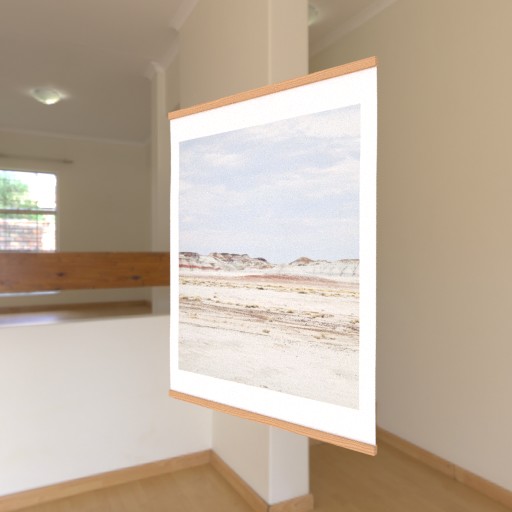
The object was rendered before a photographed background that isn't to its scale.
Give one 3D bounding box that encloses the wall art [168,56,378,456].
[{"bbox_3d":[0.000,0.000,0.813,0.458,0.605,0.011,0,1,37],"label":"wall art"}]
